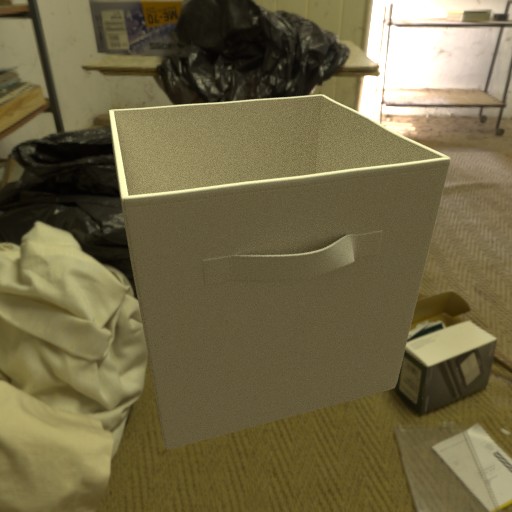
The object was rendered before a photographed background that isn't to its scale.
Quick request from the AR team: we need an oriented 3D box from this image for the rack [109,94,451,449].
[{"bbox_3d":[0.000,0.000,0.500,0.270,0.280,0.270,-10,33,-15],"label":"rack"}]
